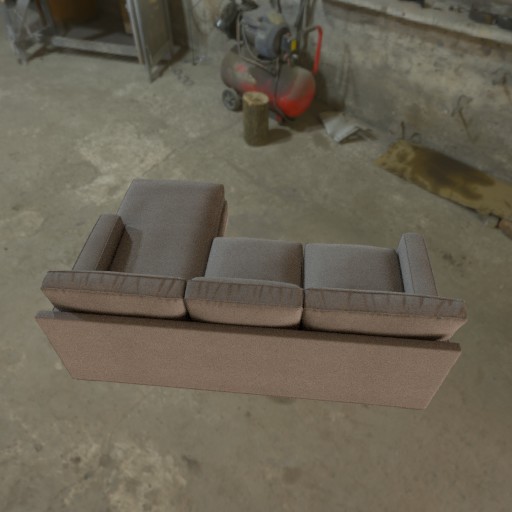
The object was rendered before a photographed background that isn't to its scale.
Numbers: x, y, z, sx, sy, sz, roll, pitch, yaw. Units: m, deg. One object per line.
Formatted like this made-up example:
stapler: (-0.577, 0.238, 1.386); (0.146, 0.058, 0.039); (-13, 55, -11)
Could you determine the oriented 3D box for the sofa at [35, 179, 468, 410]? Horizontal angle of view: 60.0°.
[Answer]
sofa: (0.000, 0.000, 2.813); (2.087, 0.861, 1.496); (4, 47, 4)
